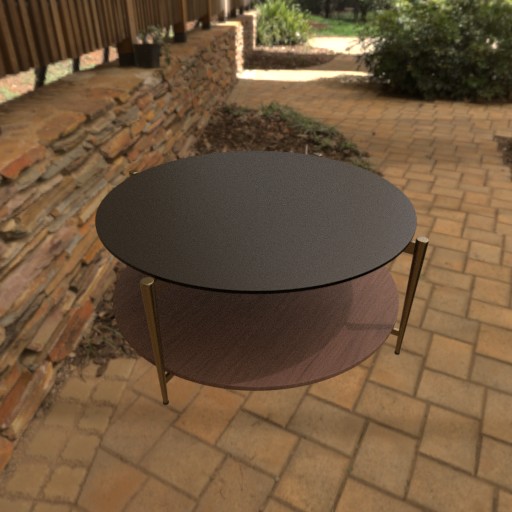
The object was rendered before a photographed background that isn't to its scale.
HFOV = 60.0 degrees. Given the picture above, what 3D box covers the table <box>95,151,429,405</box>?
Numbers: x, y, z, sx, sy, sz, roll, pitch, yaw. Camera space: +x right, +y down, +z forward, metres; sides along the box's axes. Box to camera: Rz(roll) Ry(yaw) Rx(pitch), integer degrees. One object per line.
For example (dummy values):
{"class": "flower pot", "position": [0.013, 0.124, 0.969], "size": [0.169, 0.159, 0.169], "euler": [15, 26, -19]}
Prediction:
{"class": "table", "position": [0.000, 0.000, 1.456], "size": [0.938, 0.400, 0.938], "euler": [0, 32, -1]}
